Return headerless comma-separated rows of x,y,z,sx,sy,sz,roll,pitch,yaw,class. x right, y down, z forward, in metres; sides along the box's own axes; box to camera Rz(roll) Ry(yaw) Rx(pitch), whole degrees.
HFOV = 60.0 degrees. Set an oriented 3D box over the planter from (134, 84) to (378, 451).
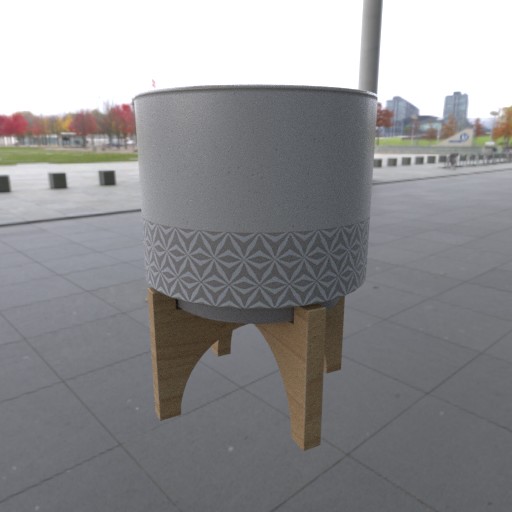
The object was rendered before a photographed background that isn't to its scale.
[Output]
0.000,0.000,0.386,0.188,0.260,0.188,0,15,0,planter
